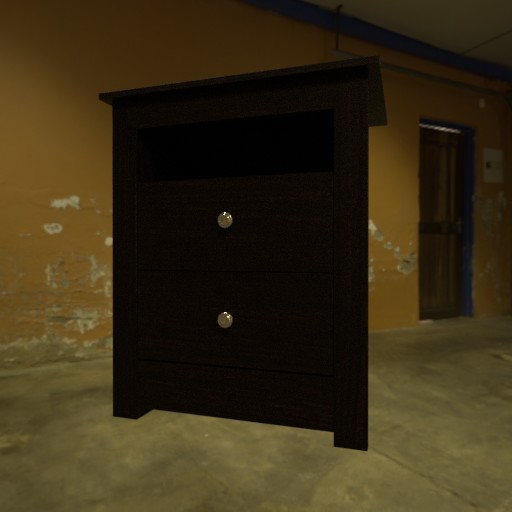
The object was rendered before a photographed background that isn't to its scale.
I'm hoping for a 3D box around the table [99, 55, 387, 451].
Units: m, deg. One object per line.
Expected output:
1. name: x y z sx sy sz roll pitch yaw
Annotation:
1. table: 0.000 0.000 1.065 0.591 0.711 0.406 0 0 18
